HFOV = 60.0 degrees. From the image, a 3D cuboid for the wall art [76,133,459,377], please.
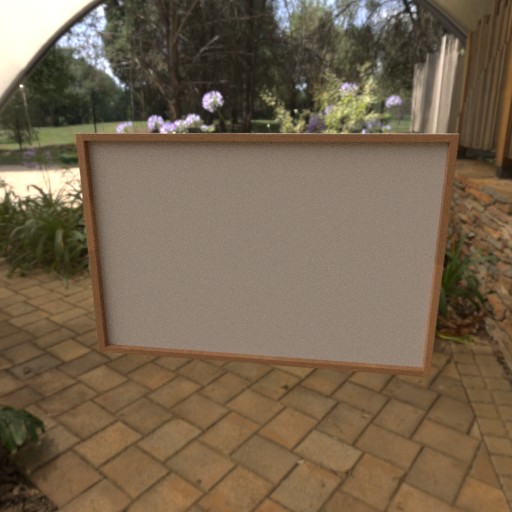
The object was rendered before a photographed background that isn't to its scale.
[{"bbox_3d":[0.000,0.000,1.140,0.914,0.607,0.023,2,16,8],"label":"wall art"}]
